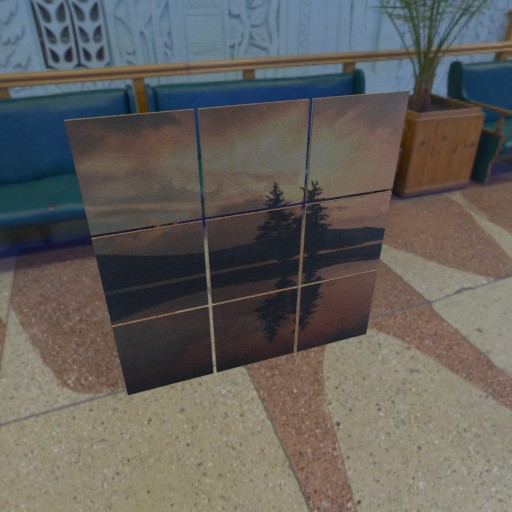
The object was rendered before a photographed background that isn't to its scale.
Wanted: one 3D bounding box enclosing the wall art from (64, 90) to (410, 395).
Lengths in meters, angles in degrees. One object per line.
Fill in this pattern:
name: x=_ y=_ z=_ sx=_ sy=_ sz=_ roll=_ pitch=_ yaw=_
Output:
wall art: x=0.000 y=0.000 z=2.280 sx=1.520 sy=1.525 sz=0.013 roll=-11 pitch=34 yaw=-16
